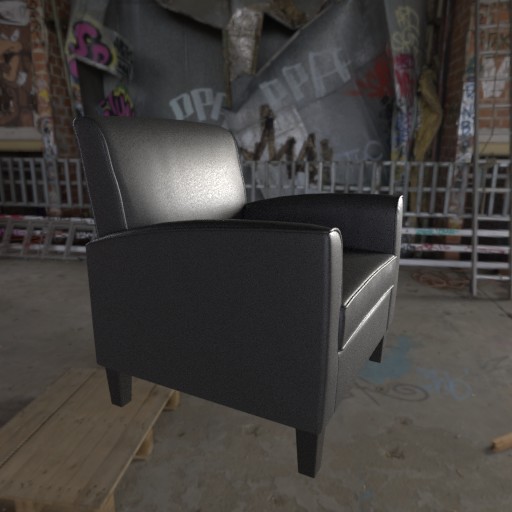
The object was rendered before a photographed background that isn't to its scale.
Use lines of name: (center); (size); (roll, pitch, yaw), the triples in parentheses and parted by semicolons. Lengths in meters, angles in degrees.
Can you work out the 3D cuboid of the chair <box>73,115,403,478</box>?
chair: (0.000, 0.000, 1.507); (0.819, 0.916, 0.820); (7, 16, 28)
